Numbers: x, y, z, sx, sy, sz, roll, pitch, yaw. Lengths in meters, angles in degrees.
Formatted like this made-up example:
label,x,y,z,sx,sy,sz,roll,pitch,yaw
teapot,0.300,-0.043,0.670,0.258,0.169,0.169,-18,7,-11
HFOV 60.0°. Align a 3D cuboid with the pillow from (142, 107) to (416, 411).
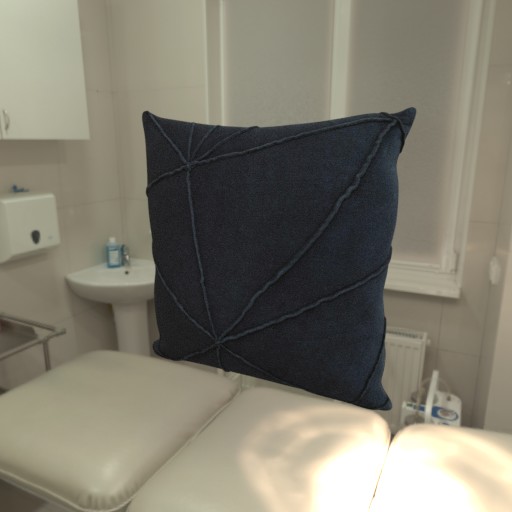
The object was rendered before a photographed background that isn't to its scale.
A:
label,x,y,z,sx,sy,sz,roll,pitch,yaw
pillow,0.000,0.000,0.688,0.439,0.440,0.183,7,16,26
